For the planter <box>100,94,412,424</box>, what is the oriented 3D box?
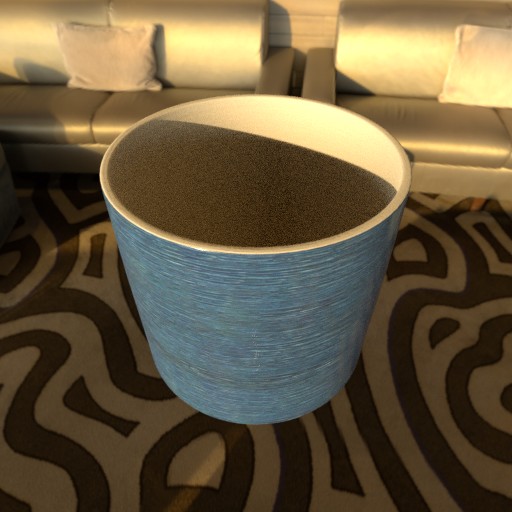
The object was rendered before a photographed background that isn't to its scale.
[{"bbox_3d":[0.000,0.000,0.391,0.221,0.201,0.221,0,42,0],"label":"planter"}]
